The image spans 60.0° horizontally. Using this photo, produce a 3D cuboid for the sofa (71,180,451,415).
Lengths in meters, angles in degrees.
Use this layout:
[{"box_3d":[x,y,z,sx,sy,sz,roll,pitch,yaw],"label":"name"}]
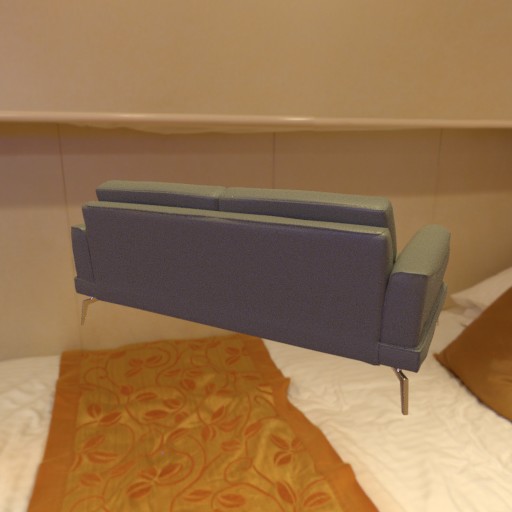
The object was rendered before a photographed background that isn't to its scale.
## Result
[{"box_3d":[0.000,0.000,2.765,2.177,0.930,1.121,8,17,27],"label":"sofa"}]
